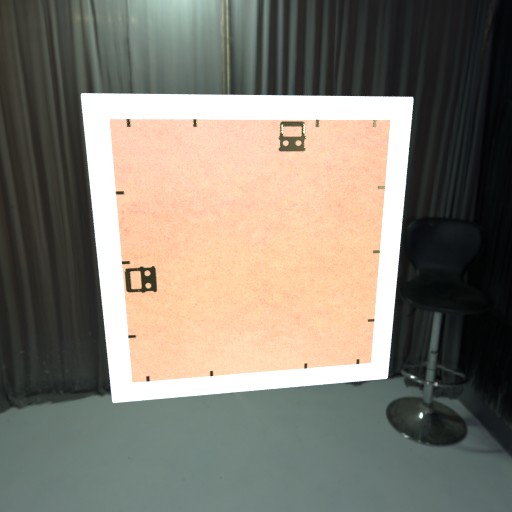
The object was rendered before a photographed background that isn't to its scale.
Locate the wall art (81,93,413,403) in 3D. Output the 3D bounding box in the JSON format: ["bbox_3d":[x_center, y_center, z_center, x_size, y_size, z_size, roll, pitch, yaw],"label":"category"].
[{"bbox_3d":[0.000,0.000,0.856,0.584,0.584,0.013,-2,16,-9],"label":"wall art"}]
